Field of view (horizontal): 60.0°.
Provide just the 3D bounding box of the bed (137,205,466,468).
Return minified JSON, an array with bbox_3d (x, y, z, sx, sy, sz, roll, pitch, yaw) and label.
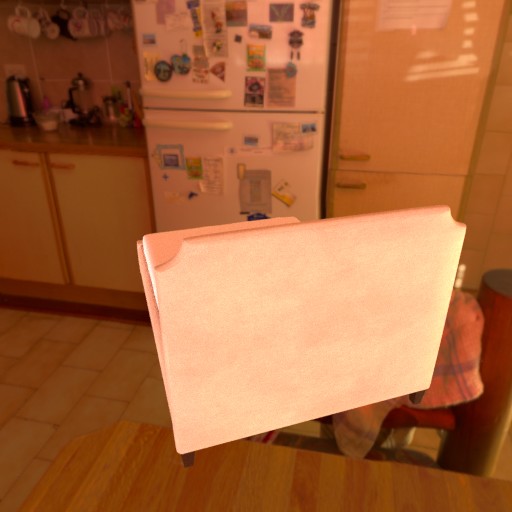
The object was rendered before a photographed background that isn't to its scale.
[{"bbox_3d":[0.000,0.000,3.451,1.712,1.443,2.372,-8,27,-16],"label":"bed"}]
